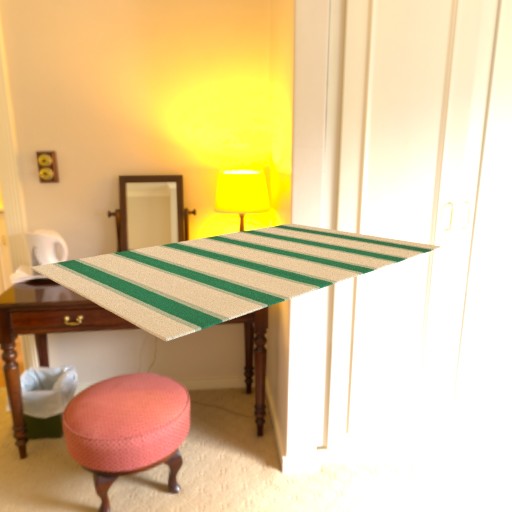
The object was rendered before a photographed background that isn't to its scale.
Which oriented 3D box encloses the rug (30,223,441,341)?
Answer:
[{"bbox_3d":[0.000,0.000,3.046,2.436,0.015,1.521,-13,18,-43],"label":"rug"}]
